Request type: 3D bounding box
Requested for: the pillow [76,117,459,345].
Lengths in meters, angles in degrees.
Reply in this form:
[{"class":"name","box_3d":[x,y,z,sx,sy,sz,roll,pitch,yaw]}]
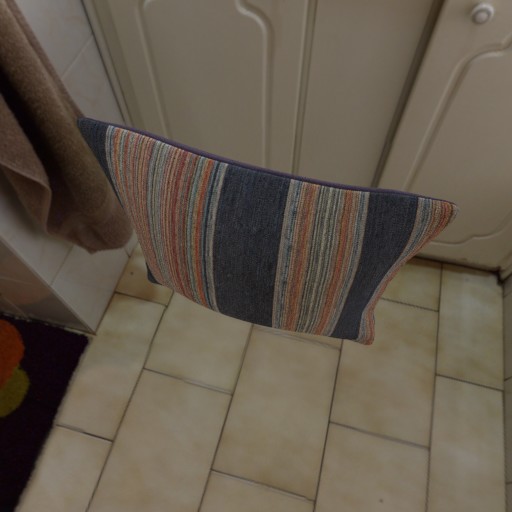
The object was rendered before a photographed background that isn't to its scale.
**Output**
[{"class":"pillow","box_3d":[0.000,0.000,0.652,0.437,0.419,0.136,15,61,9]}]
